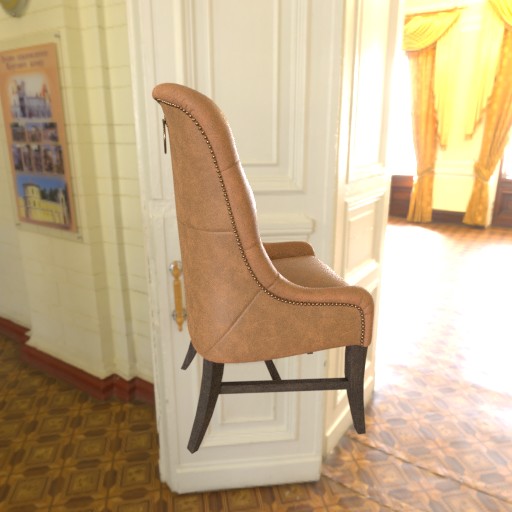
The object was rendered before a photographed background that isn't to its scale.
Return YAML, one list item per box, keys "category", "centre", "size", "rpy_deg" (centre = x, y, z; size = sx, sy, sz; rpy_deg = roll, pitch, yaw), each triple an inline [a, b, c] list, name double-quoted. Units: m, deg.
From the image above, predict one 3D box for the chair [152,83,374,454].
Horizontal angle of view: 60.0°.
- category: "chair"
  centre: [0.000, 0.000, 1.518]
  size: [0.629, 1.091, 0.634]
  rpy_deg: [-3, 17, -11]
